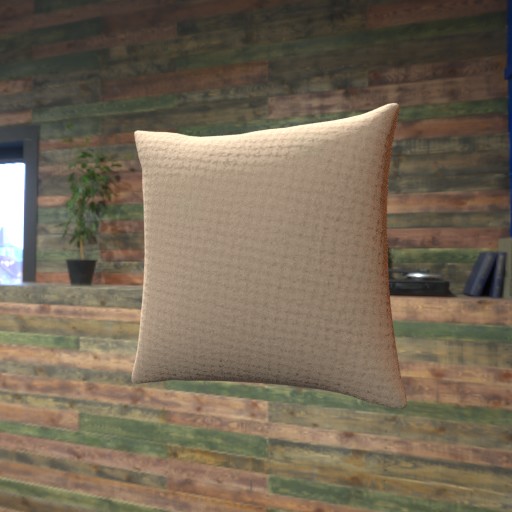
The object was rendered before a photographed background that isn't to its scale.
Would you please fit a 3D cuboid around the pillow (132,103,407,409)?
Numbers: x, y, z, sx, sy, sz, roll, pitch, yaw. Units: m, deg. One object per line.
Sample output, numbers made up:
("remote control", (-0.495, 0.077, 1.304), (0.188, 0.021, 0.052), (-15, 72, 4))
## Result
("pillow", (0.000, 0.000, 0.652), (0.419, 0.407, 0.173), (0, -1, 19))
